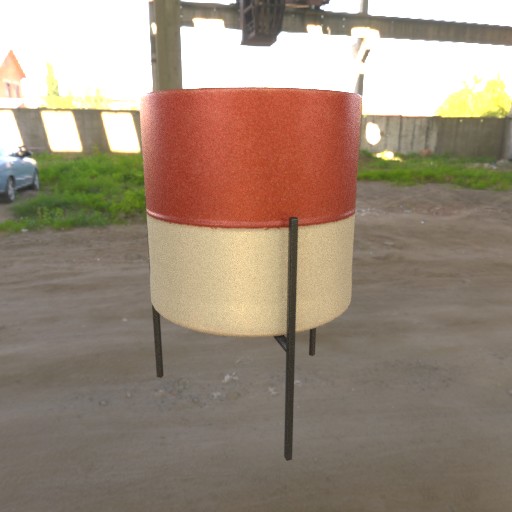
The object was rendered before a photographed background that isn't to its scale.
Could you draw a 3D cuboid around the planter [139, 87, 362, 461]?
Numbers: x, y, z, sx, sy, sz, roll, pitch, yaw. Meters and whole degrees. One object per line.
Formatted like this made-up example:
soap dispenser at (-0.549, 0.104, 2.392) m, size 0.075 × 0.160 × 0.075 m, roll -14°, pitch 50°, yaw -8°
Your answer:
planter at (0.000, 0.000, 0.526) m, size 0.235 × 0.354 × 0.251 m, roll 14°, pitch 21°, yaw 42°
